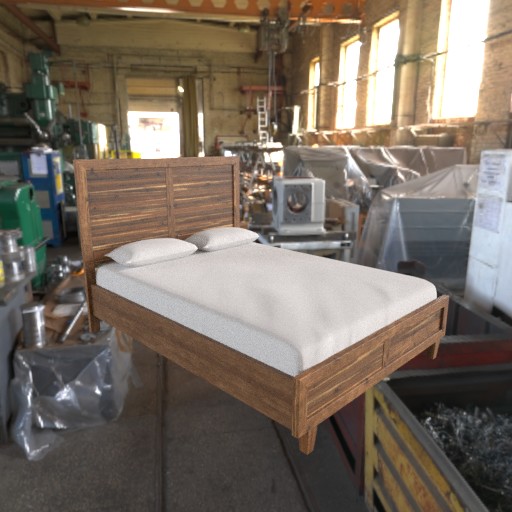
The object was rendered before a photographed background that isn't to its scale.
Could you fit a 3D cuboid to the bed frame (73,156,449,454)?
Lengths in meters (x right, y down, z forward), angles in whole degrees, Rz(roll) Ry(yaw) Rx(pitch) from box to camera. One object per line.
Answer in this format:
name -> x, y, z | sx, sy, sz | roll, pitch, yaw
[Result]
bed frame -> 0.000, 0.000, 3.361 | 1.696, 1.417, 2.276 | -14, 19, -43
